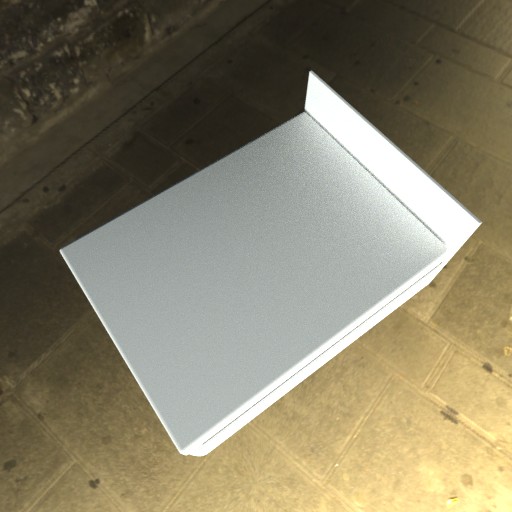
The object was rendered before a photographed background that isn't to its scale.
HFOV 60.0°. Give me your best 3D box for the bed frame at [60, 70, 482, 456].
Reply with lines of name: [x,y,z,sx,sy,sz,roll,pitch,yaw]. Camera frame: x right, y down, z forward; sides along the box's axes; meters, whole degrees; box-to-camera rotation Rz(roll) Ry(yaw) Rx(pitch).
bed frame: [0.000,0.000,2.671,1.900,0.800,1.400,-33,68,-16]
